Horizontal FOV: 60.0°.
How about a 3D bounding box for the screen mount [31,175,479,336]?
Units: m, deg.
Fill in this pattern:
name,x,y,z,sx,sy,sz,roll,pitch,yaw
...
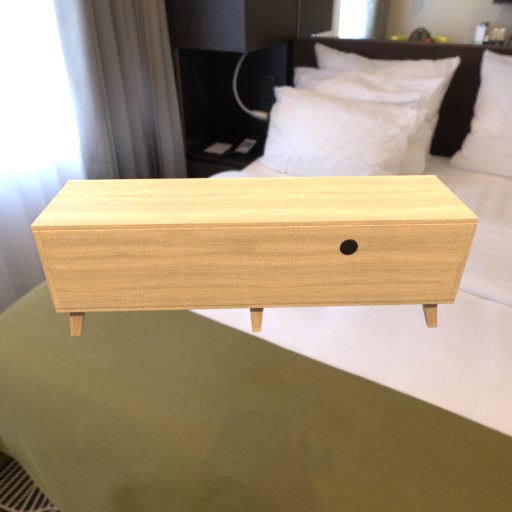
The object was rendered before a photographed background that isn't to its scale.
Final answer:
name,x,y,z,sx,sy,sz,roll,pitch,yaw
screen mount,0.000,0.000,1.780,1.500,0.509,0.401,-1,32,-2
